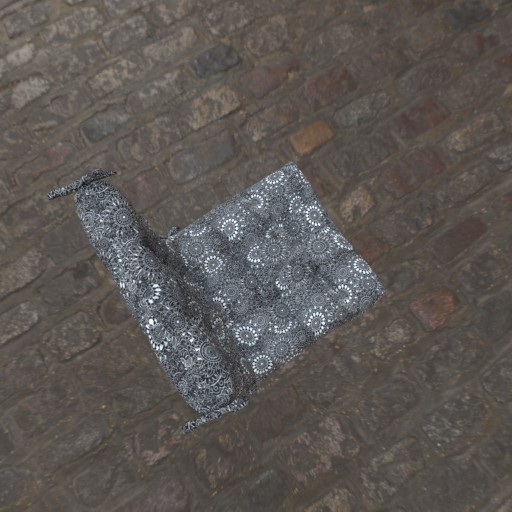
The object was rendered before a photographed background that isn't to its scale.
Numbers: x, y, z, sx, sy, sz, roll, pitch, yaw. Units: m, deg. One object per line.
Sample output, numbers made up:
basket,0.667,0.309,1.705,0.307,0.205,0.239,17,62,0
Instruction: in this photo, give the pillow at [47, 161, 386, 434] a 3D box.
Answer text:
pillow,0.000,0.000,1.024,0.571,0.605,0.519,-32,78,-8
